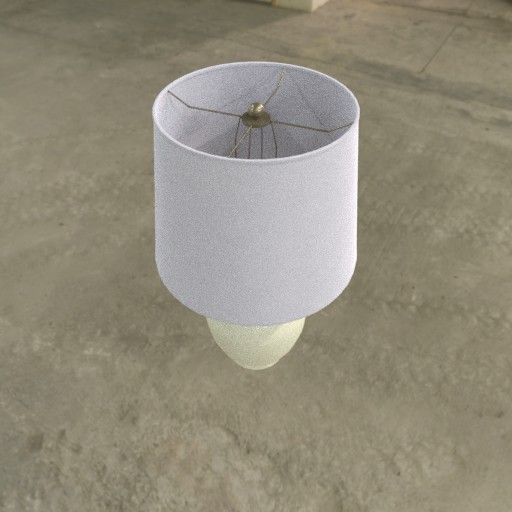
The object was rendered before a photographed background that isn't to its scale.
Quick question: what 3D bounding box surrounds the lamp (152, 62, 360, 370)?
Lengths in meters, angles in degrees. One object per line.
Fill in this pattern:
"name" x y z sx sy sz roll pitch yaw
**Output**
"lamp" 0.000 0.000 0.548 0.239 0.399 0.239 0 46 0
